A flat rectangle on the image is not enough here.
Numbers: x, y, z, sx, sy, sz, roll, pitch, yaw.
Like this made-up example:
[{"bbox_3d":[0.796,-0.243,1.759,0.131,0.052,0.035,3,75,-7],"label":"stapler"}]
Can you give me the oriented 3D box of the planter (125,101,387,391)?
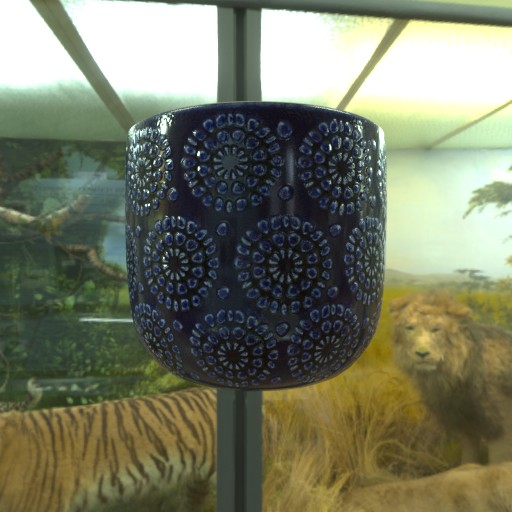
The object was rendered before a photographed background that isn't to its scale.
[{"bbox_3d":[0.000,0.000,0.292,0.165,0.149,0.165,0,0,0],"label":"planter"}]
